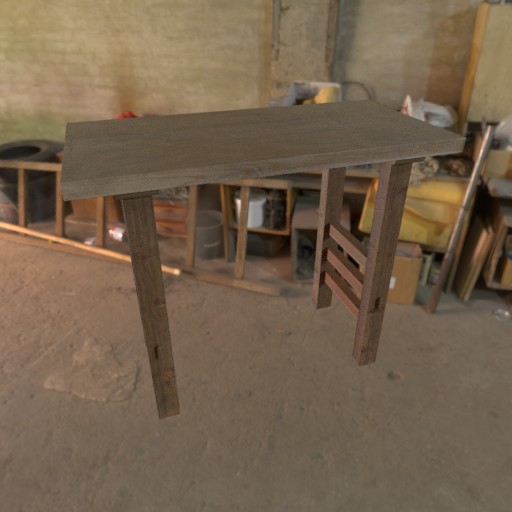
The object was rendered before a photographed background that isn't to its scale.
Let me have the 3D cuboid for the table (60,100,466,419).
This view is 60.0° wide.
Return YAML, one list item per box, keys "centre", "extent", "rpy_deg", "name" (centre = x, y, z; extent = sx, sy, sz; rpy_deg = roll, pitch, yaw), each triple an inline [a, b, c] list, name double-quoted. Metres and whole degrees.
- centre: [0.000, 0.000, 1.611]
  extent: [1.119, 0.914, 0.556]
  rpy_deg: [-10, 32, -16]
  name: "table"
